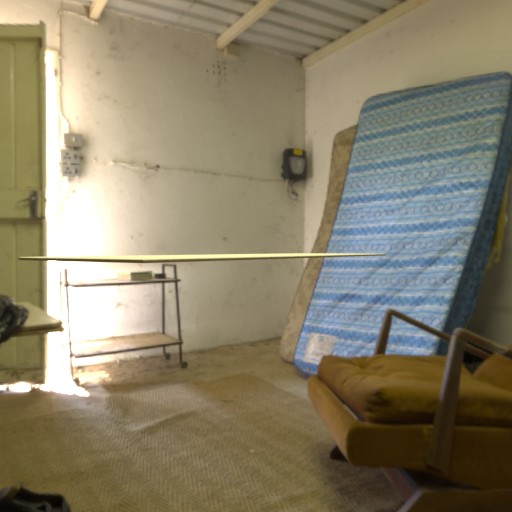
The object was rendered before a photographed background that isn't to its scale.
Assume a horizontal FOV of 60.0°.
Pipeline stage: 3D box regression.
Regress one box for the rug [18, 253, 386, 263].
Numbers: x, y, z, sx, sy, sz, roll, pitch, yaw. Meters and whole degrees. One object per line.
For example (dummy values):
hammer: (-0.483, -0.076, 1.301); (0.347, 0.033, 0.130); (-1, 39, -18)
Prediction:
rug: (0.000, 0.000, 2.661); (0.793, 0.014, 2.450); (1, 1, 34)
